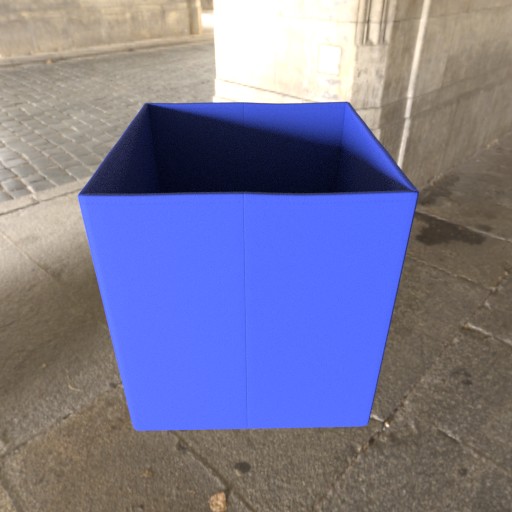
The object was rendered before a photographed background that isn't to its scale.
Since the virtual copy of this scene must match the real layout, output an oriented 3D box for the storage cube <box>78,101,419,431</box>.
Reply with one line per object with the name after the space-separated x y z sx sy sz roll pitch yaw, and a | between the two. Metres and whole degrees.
0.000 0.000 0.511 0.270 0.280 0.270 -1 33 -1 | storage cube
